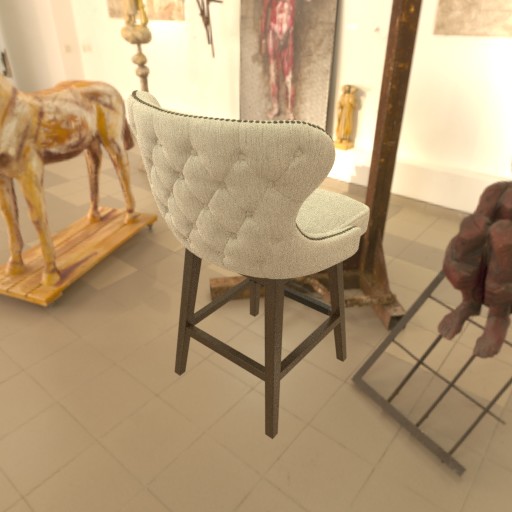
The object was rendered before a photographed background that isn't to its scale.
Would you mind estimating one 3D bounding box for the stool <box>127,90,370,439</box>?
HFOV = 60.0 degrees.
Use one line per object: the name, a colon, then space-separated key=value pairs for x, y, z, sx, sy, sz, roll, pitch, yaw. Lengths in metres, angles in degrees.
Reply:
stool: x=0.000 y=0.000 z=1.372 sx=0.615 sy=0.972 sz=0.597 roll=22 pitch=37 yaw=33
